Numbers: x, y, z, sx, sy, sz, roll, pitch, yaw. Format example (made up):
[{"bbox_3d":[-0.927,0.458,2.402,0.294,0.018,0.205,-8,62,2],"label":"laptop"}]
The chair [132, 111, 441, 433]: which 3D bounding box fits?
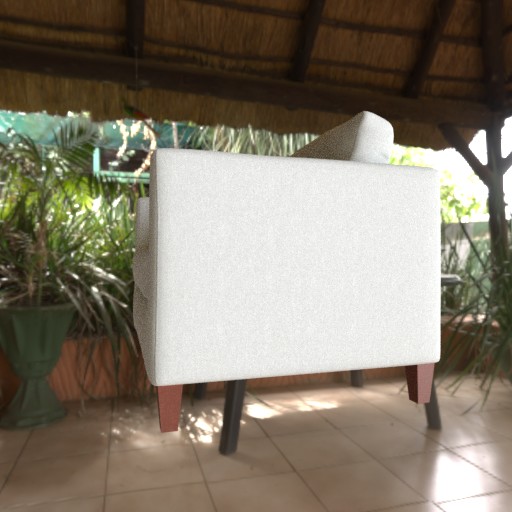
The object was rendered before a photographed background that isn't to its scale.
[{"bbox_3d":[0.000,0.000,1.802,0.953,0.961,1.107,0,0,-17],"label":"chair"}]
